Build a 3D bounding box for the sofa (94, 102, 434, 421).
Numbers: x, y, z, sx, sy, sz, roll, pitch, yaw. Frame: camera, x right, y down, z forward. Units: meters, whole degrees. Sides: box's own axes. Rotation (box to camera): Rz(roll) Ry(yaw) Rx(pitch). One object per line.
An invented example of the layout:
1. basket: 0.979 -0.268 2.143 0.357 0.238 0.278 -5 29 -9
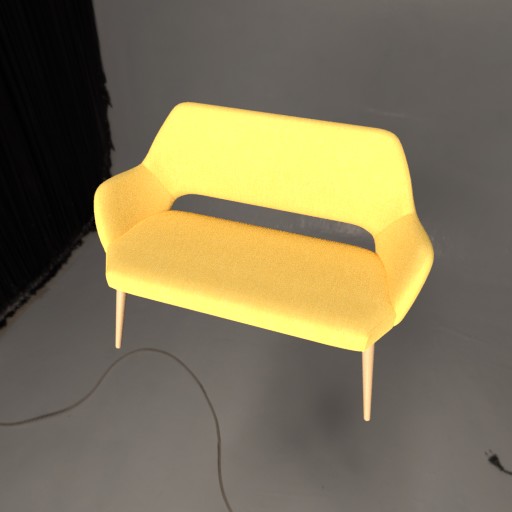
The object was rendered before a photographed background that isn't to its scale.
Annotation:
1. sofa: 0.000 0.000 1.630 1.150 0.840 0.610 12 44 13
